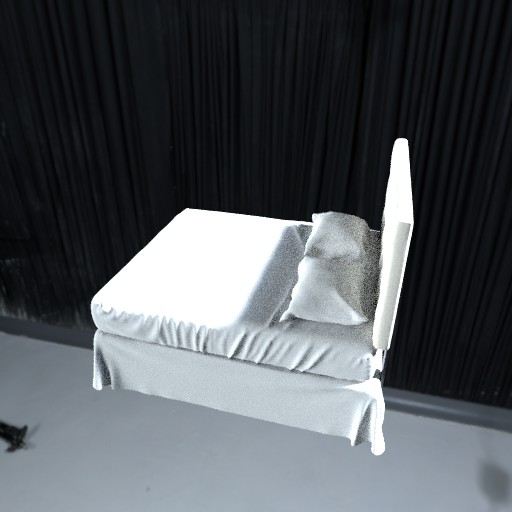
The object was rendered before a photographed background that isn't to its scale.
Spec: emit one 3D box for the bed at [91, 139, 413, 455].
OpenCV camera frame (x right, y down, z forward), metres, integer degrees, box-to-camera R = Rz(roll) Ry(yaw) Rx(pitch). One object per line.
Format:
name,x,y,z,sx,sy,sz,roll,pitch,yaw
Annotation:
bed,0.000,0.000,3.468,2.222,1.577,1.936,8,30,14
